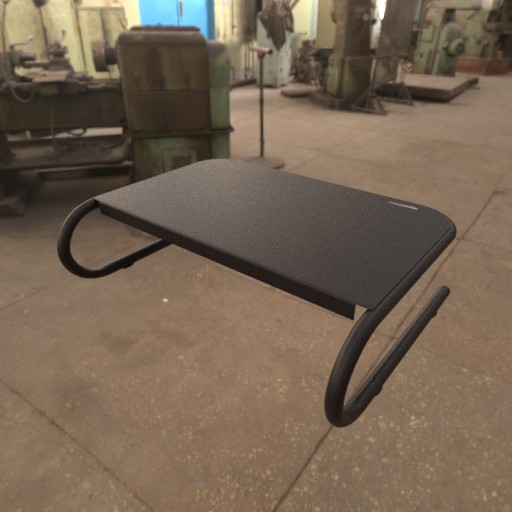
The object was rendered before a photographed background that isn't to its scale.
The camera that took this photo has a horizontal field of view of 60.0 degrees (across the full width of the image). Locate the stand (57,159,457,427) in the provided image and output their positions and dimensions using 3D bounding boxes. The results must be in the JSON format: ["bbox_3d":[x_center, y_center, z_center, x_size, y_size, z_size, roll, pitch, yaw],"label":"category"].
[{"bbox_3d":[0.000,0.000,0.508,0.370,0.108,0.280,21,36,33],"label":"stand"}]
